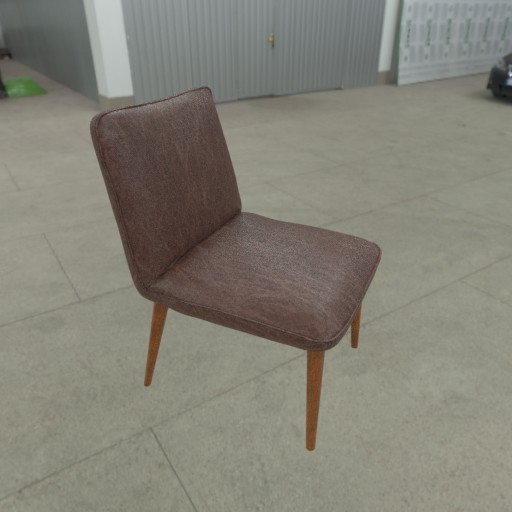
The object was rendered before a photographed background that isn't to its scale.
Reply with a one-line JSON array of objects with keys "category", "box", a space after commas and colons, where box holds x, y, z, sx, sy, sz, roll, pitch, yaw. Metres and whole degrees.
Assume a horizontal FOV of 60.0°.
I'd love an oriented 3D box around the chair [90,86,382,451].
[{"category": "chair", "box": [0.000, 0.000, 1.228, 0.645, 0.803, 0.543, 11, 31, 18]}]
